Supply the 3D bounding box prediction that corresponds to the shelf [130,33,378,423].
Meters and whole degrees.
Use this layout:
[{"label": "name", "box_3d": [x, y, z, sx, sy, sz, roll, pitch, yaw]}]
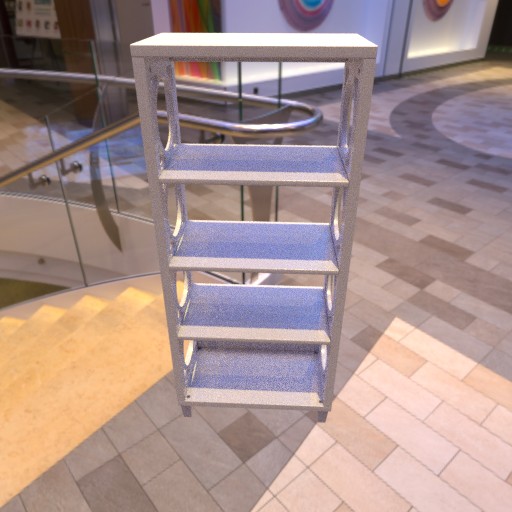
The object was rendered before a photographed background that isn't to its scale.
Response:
[{"label": "shelf", "box_3d": [0.000, 0.000, 1.595, 0.611, 1.411, 0.340, 1, 31, 2]}]
